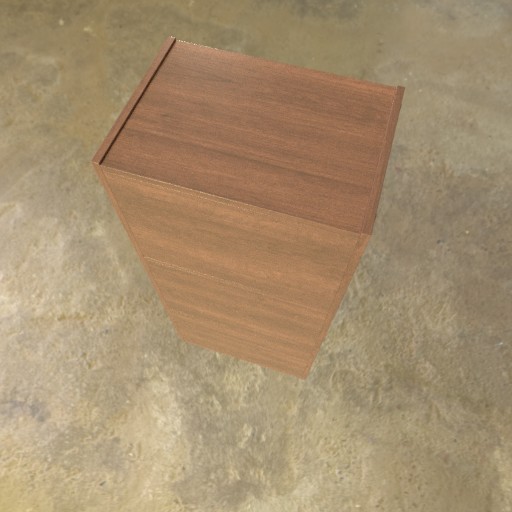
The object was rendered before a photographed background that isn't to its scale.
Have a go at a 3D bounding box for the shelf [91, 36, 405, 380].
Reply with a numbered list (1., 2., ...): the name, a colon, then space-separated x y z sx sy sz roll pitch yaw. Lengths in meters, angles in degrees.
1. shelf: 0.000 0.000 1.065 0.414 0.879 0.290 16 63 8
